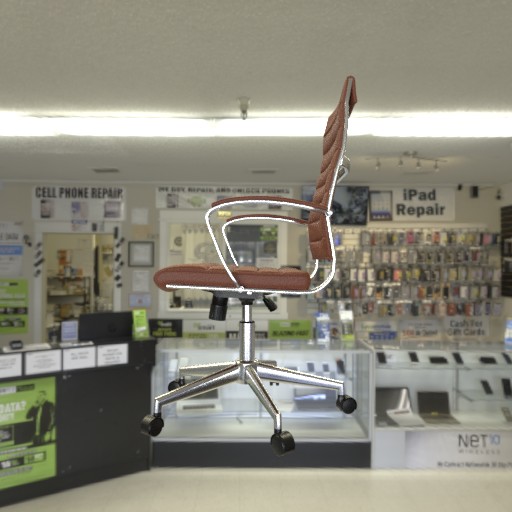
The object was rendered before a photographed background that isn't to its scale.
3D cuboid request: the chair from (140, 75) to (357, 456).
[{"bbox_3d":[0.000,0.000,1.632,0.739,1.149,0.766,0,0,1],"label":"chair"}]
